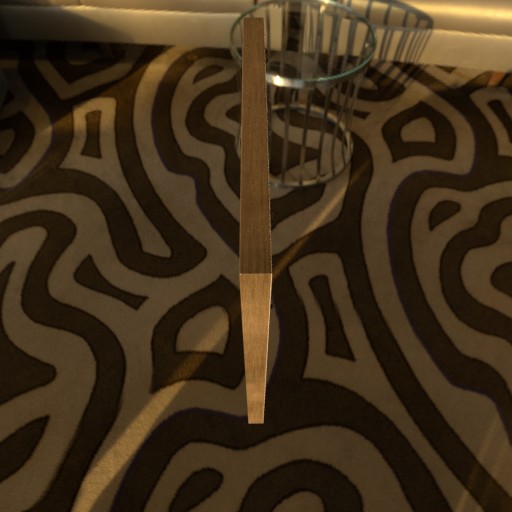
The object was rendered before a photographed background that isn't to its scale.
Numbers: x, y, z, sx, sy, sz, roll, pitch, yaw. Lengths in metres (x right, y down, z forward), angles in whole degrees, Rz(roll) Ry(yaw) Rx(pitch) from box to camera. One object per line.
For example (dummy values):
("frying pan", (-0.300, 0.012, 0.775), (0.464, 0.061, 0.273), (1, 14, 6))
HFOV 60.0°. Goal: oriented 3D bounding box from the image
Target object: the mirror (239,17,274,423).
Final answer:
("mirror", (0.000, 0.000, 0.914), (0.040, 0.710, 0.507), (0, 57, 0))
